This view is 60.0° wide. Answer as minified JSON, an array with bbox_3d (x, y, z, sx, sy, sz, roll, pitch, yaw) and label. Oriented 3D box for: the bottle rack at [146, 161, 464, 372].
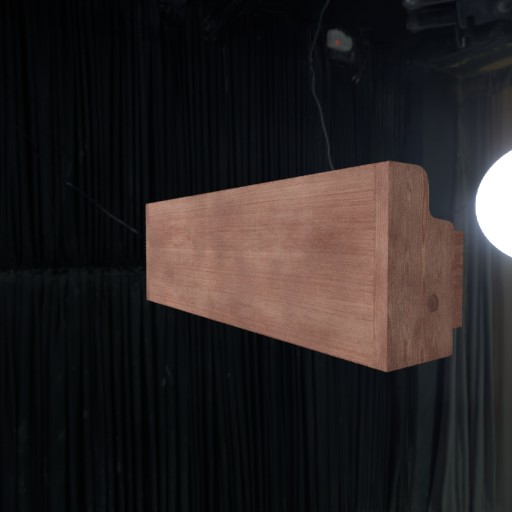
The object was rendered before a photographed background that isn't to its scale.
[{"bbox_3d":[0.000,0.000,0.695,0.126,0.196,0.608,-1,3,-35],"label":"bottle rack"}]
